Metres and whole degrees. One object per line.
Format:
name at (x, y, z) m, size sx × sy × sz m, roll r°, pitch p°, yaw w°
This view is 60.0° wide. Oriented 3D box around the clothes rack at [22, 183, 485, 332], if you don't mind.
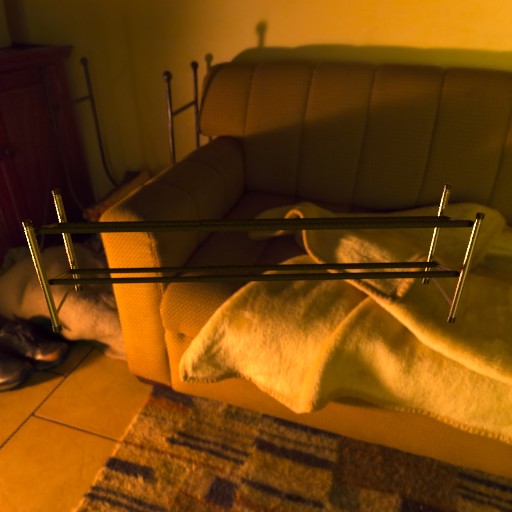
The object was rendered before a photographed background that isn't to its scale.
clothes rack at (0.000, 0.000, 1.292) m, size 1.168 × 0.349 × 0.229 m, roll -1°, pitch 30°, yaw -2°
